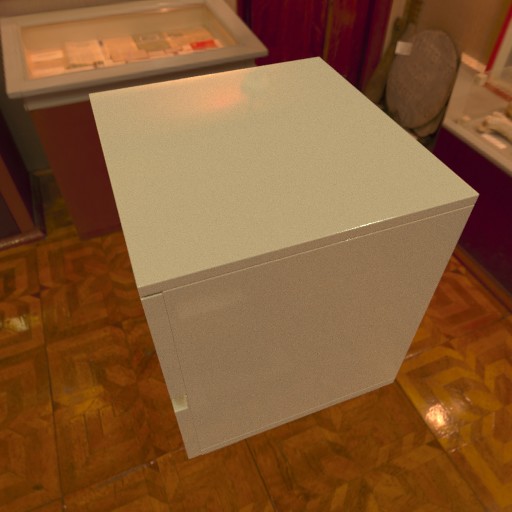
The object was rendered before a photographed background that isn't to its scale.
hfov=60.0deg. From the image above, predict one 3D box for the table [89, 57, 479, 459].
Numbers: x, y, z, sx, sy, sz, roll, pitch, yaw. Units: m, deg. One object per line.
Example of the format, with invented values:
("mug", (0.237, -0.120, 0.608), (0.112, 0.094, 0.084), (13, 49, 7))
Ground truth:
("table", (0.000, 0.000, 0.774), (0.400, 0.470, 0.420), (-15, 48, -14))
